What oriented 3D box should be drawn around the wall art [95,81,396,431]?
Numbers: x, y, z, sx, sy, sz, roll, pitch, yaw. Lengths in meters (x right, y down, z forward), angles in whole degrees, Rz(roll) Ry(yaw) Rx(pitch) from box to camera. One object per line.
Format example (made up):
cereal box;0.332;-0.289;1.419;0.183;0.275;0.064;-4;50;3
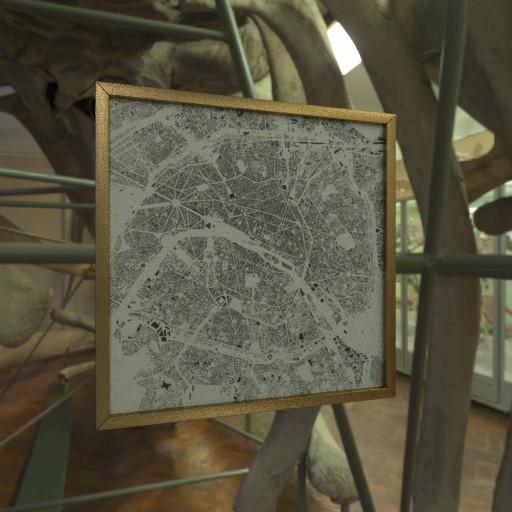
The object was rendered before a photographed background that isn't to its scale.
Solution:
wall art;0.000;0.000;0.448;0.305;0.305;0.037;0;0;-18
